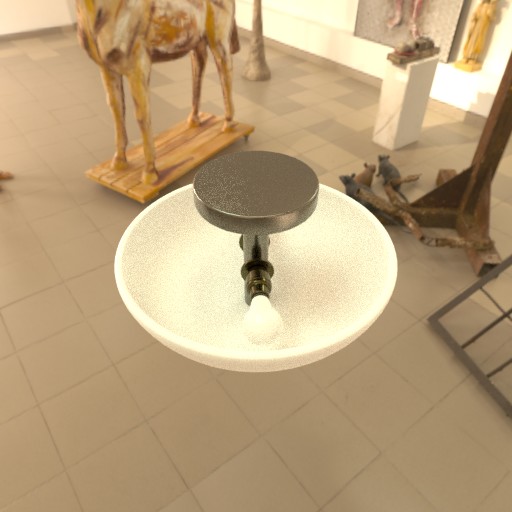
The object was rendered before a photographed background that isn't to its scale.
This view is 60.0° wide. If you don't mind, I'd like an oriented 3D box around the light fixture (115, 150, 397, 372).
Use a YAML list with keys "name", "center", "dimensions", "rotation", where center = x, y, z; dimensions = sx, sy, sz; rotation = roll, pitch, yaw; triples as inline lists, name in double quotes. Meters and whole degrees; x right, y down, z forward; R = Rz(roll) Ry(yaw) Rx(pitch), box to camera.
- name: "light fixture"
  center: [0.000, 0.000, 0.542]
  dimensions: [0.330, 0.214, 0.330]
  rotation: [0, 41, 0]
